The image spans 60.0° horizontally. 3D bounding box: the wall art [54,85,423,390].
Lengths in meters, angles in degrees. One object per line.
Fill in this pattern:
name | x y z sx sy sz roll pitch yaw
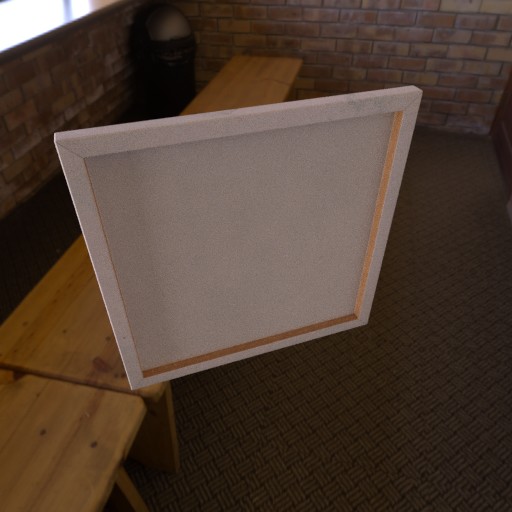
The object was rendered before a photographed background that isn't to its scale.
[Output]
wall art | 0.000 0.000 1.130 0.762 0.762 0.038 -13 41 -15
